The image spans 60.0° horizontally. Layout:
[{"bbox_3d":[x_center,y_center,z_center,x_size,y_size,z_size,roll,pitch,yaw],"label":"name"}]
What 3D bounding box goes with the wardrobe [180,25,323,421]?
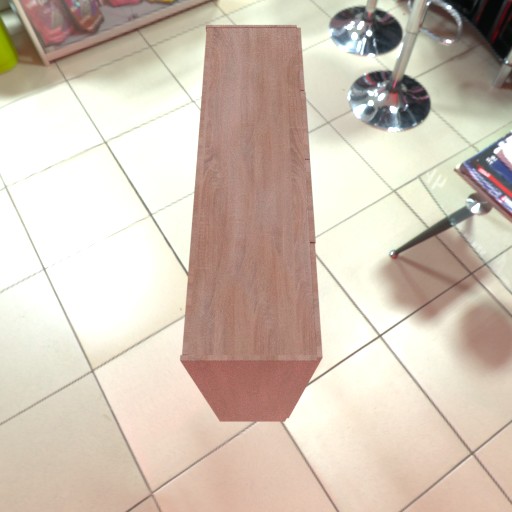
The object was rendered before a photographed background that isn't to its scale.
[{"bbox_3d":[0.000,0.000,3.159,0.598,2.159,1.998,0,64,0],"label":"wardrobe"}]
